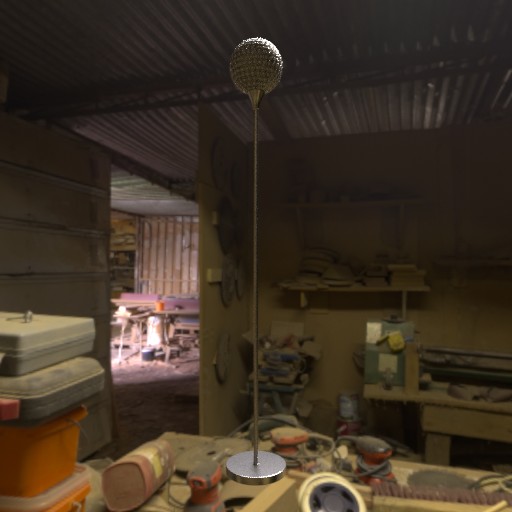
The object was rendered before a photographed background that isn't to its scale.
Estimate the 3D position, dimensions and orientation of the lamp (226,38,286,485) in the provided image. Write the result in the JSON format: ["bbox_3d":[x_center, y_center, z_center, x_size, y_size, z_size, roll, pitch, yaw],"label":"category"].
[{"bbox_3d":[0.000,0.000,1.882,0.254,1.805,0.254,0,-1,0],"label":"lamp"}]
